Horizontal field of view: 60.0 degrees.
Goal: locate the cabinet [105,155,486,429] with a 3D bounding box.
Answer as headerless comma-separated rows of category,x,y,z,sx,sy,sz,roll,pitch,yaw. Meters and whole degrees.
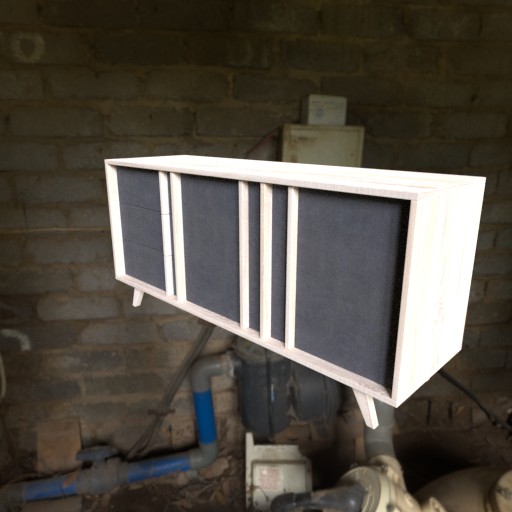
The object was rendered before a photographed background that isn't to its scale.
cabinet,0.000,0.000,1.965,1.650,0.780,0.500,15,22,42
